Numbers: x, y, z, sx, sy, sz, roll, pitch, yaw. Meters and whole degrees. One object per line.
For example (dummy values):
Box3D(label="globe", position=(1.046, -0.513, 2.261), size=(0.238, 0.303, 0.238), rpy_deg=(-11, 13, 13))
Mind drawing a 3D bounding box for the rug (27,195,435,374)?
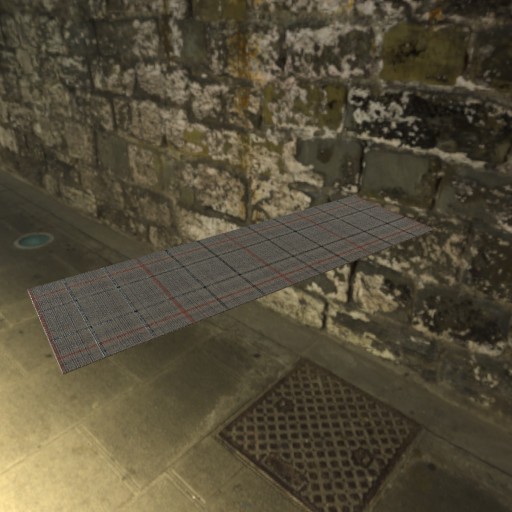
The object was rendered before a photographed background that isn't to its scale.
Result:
Box3D(label="rug", position=(0.000, 0.000, 2.696), size=(2.439, 0.008, 0.762), rpy_deg=(-18, 34, -30))
